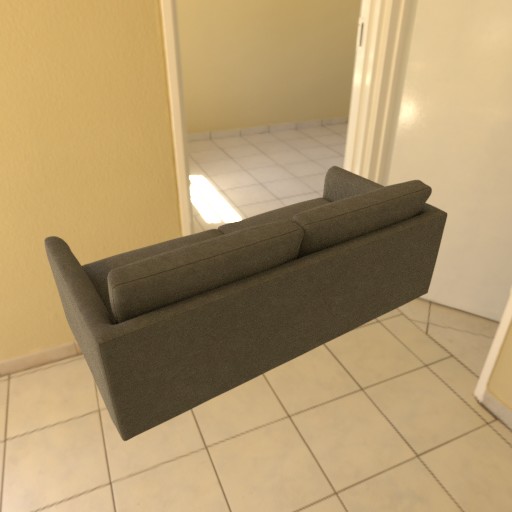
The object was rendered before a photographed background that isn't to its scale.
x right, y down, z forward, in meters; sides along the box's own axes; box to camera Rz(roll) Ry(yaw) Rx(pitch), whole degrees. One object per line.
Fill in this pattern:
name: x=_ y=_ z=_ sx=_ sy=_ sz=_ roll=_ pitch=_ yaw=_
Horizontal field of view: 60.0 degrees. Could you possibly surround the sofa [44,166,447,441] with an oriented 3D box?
sofa: x=0.000 y=0.000 z=2.806 sx=2.257 sy=0.838 sz=1.092 roll=-19 pitch=36 yaw=-28
